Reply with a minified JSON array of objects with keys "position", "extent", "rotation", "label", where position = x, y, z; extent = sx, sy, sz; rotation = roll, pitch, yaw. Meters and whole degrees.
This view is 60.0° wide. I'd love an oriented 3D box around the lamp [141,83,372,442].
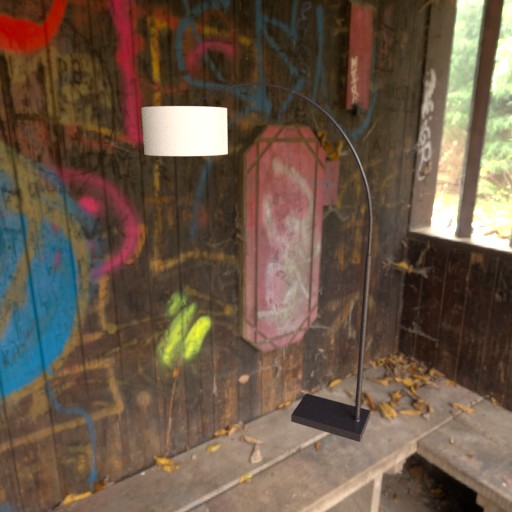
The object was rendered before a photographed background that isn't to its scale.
[{"position":[0.000,0.000,2.631],"extent":[1.424,1.927,0.493],"rotation":[8,18,25],"label":"lamp"}]
